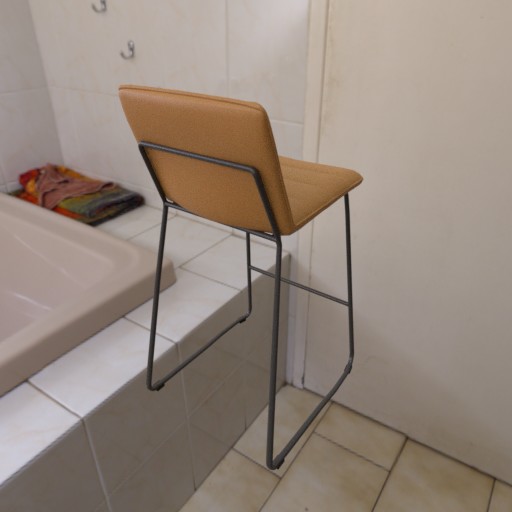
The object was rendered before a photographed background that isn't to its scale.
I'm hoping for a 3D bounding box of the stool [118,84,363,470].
[{"bbox_3d":[0.000,0.000,1.239,0.489,0.936,0.524,20,35,31],"label":"stool"}]
